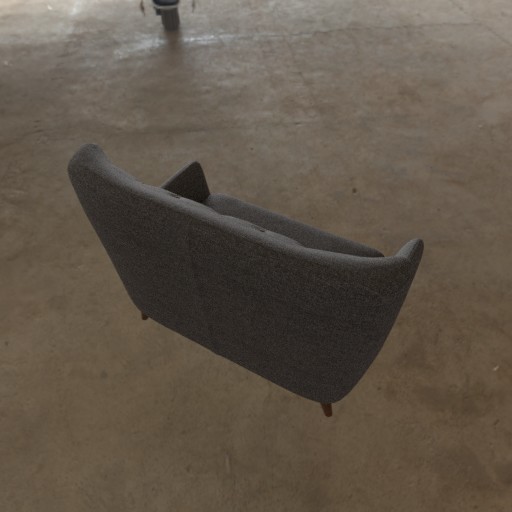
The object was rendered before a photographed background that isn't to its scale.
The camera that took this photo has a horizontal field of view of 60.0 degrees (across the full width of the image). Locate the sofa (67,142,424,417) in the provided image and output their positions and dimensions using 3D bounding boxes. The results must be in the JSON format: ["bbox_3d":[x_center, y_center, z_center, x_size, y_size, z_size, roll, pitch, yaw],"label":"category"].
[{"bbox_3d":[0.000,0.000,2.037,1.358,1.028,0.874,23,50,20],"label":"sofa"}]
